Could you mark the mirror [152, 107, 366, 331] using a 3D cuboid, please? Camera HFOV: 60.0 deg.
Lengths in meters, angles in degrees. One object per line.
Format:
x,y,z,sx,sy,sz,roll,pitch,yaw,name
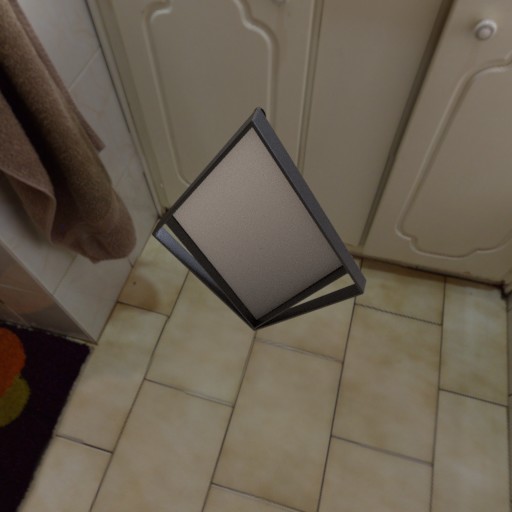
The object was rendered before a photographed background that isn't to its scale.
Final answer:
0.000,0.000,0.842,0.419,0.679,0.032,15,60,9,mirror
